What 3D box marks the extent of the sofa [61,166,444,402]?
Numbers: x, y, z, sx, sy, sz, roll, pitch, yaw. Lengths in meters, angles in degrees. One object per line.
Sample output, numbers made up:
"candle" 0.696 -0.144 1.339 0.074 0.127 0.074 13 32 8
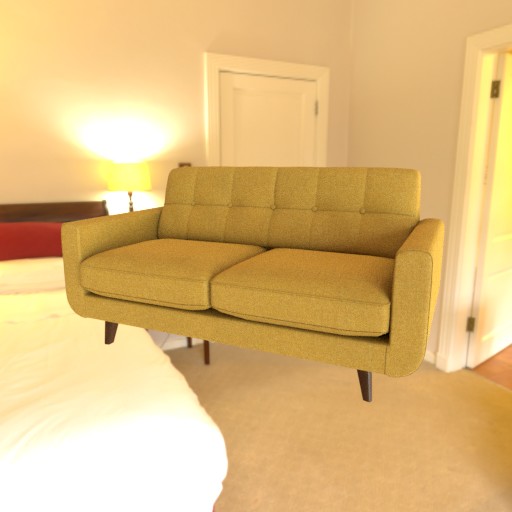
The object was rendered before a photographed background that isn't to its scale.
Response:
"sofa" 0.000 0.000 2.138 1.631 0.841 0.909 5 13 24
